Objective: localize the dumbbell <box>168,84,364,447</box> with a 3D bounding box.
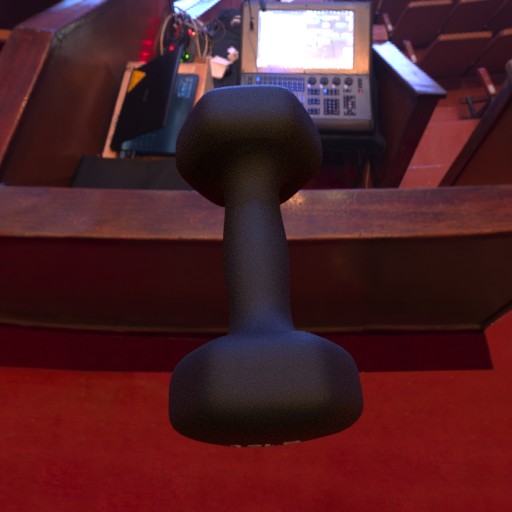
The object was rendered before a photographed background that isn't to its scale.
[{"bbox_3d":[0.000,0.000,0.293,0.112,0.101,0.231,-3,63,-1],"label":"dumbbell"}]
